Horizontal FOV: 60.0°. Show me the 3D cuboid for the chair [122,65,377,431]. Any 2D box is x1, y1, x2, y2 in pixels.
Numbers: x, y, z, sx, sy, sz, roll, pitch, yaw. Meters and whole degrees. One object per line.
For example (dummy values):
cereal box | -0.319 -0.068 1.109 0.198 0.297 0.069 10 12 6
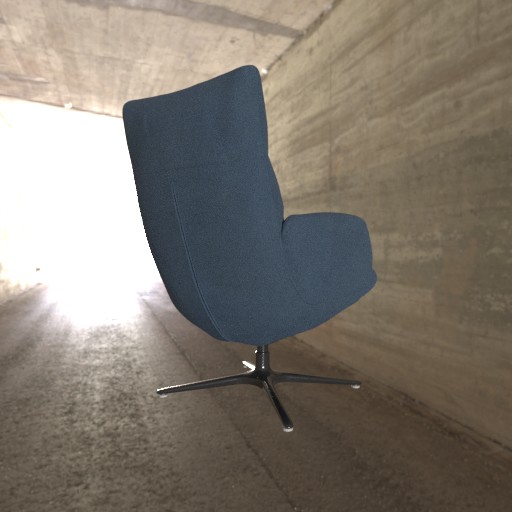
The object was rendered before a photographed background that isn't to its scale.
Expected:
chair | 0.000 0.000 1.623 0.711 1.016 0.889 0 1 35
